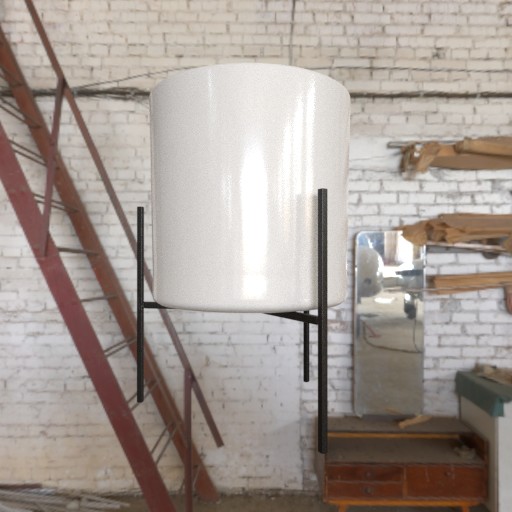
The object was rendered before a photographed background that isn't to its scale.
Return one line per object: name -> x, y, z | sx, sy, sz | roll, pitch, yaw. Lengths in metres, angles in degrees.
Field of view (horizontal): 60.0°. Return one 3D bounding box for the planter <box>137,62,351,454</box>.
planter -> 0.000, 0.000, 0.640 | 0.307, 0.431, 0.308 | 0, 0, 35
